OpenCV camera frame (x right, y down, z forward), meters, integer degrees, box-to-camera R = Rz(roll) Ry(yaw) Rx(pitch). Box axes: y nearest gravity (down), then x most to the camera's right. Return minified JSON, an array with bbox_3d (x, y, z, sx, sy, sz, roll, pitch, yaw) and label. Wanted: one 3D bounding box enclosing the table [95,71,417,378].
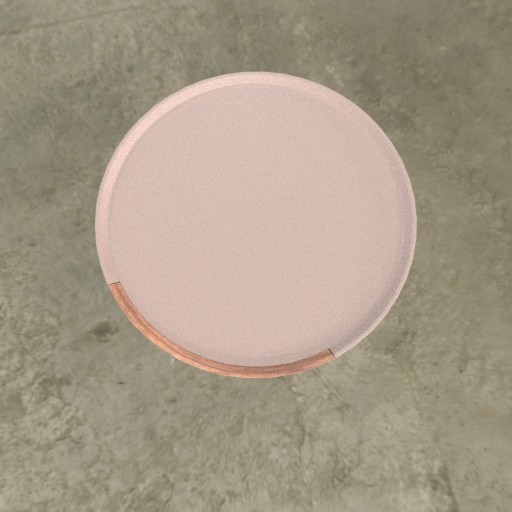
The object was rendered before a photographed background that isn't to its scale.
[{"bbox_3d":[0.000,0.000,0.875,0.450,0.530,0.450,0,76,0],"label":"table"}]
